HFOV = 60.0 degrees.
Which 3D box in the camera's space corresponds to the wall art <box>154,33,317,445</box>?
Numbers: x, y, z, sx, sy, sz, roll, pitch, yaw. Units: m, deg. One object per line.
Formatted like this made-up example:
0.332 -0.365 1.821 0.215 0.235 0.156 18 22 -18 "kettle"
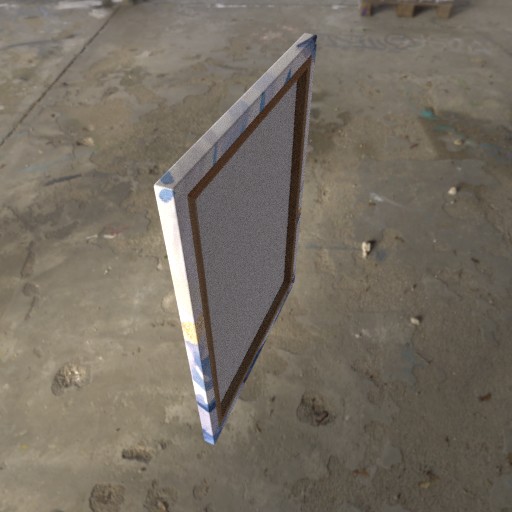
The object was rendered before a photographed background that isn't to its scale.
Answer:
0.000 0.000 1.320 0.038 1.015 0.761 17 48 16 "wall art"
